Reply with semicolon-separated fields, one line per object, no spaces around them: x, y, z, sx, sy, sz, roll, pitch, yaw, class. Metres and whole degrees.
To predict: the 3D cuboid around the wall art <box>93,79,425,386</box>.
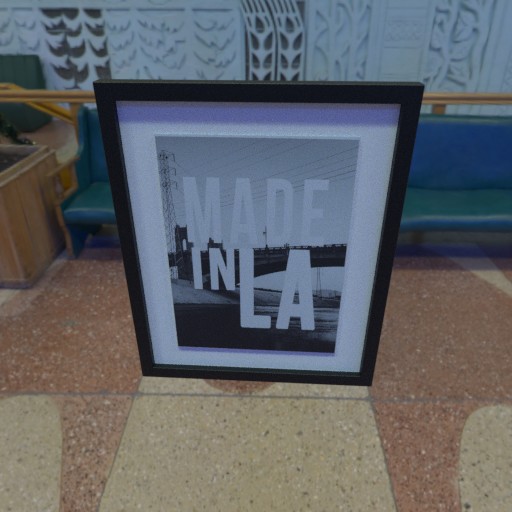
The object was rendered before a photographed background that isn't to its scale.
0.000;0.000;0.756;0.457;0.559;0.028;2;30;3;wall art
